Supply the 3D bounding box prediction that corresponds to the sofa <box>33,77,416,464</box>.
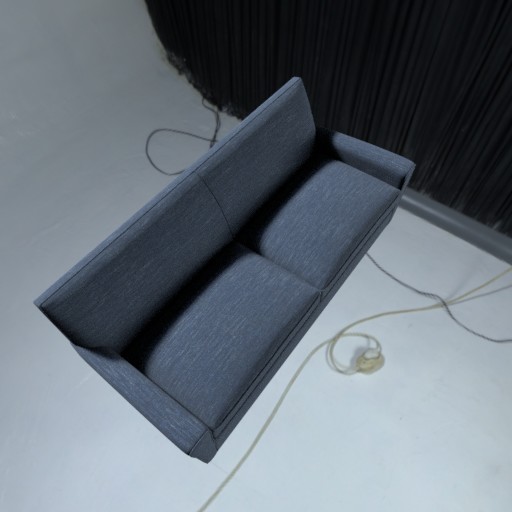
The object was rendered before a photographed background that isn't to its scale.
[{"bbox_3d":[0.000,0.000,2.435,0.875,0.846,1.976,32,62,19],"label":"sofa"}]
